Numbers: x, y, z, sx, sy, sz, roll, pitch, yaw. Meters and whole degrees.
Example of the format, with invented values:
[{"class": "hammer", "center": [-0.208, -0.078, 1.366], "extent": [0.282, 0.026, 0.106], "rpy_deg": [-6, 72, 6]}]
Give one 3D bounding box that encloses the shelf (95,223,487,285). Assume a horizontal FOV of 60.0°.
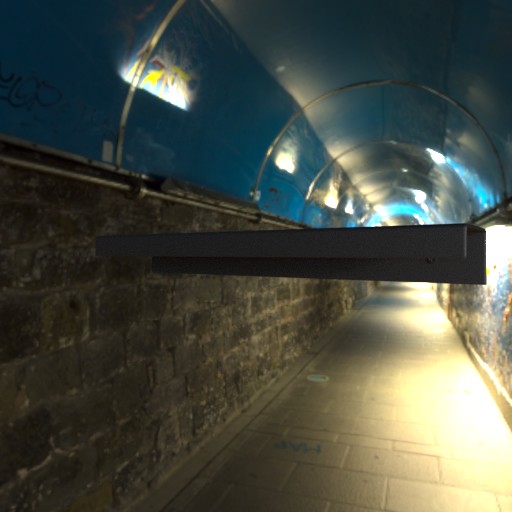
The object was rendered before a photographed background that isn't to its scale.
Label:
[{"class": "shelf", "center": [0.000, 0.000, 0.503], "extent": [0.456, 0.053, 0.102], "rpy_deg": [0, 1, 35]}]
